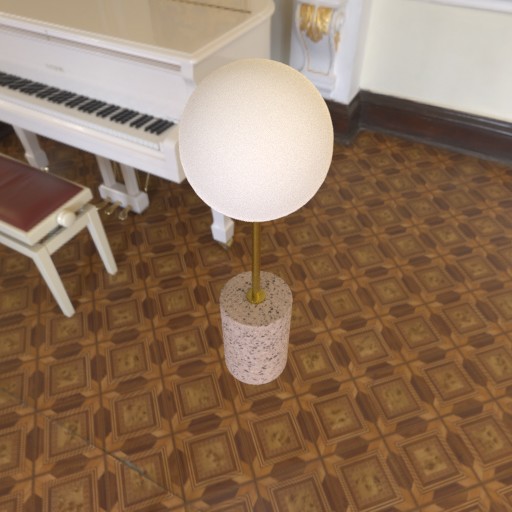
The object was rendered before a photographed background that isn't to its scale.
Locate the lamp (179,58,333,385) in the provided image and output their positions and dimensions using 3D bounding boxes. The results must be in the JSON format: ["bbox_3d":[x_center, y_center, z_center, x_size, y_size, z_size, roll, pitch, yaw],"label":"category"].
[{"bbox_3d":[0.000,0.000,0.561,0.153,0.480,0.153,0,46,0],"label":"lamp"}]
